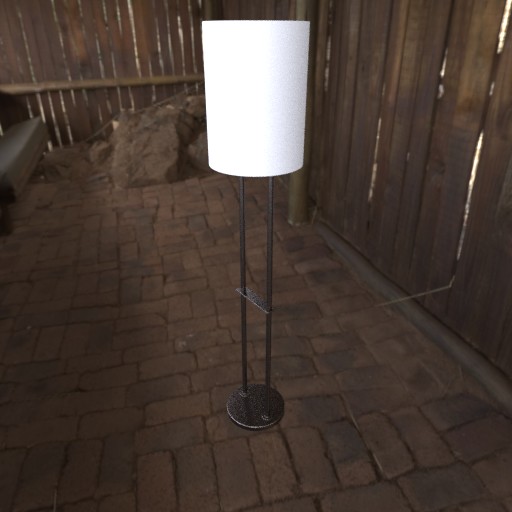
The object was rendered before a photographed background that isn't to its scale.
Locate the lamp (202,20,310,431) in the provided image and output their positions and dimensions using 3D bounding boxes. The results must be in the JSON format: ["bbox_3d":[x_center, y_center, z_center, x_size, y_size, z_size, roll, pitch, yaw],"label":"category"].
[{"bbox_3d":[0.000,0.000,1.604,0.305,1.500,0.306,-18,32,-32],"label":"lamp"}]
